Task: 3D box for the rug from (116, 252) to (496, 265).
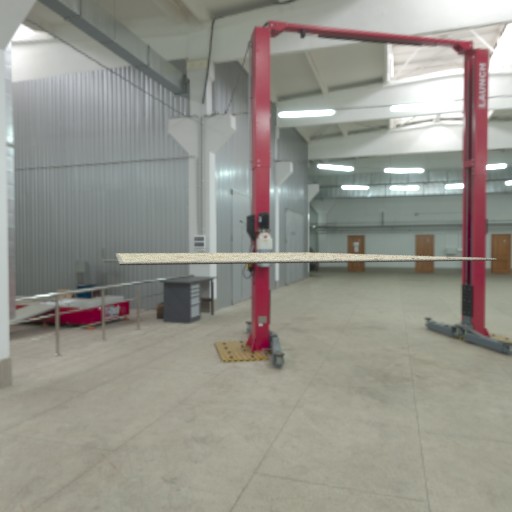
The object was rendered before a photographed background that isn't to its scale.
[{"bbox_3d":[0.000,0.000,4.070,2.441,0.016,3.050,0,1,-18],"label":"rug"}]
